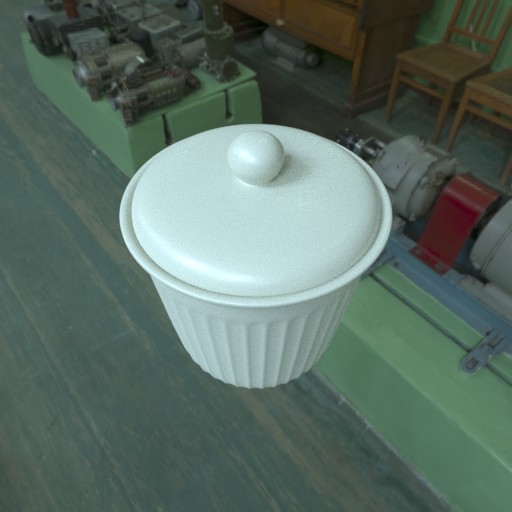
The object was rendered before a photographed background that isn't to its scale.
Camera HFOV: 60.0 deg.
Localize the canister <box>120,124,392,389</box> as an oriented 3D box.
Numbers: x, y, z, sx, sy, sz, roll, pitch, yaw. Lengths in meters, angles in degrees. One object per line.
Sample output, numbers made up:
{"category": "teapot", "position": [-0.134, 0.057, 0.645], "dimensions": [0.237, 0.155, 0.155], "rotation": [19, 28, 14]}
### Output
{"category": "canister", "position": [0.000, 0.000, 0.343], "dimensions": [0.181, 0.211, 0.181], "rotation": [0, 47, 0]}
